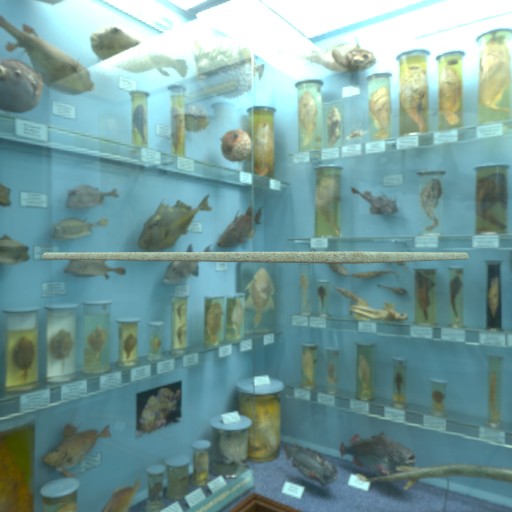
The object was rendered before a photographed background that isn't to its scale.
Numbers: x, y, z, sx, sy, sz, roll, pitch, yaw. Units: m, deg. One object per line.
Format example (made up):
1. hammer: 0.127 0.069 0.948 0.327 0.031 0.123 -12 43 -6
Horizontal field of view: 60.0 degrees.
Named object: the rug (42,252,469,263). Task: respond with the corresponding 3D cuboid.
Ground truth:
1. rug: 0.000 0.000 3.294 2.528 0.048 2.009 0 0 38
